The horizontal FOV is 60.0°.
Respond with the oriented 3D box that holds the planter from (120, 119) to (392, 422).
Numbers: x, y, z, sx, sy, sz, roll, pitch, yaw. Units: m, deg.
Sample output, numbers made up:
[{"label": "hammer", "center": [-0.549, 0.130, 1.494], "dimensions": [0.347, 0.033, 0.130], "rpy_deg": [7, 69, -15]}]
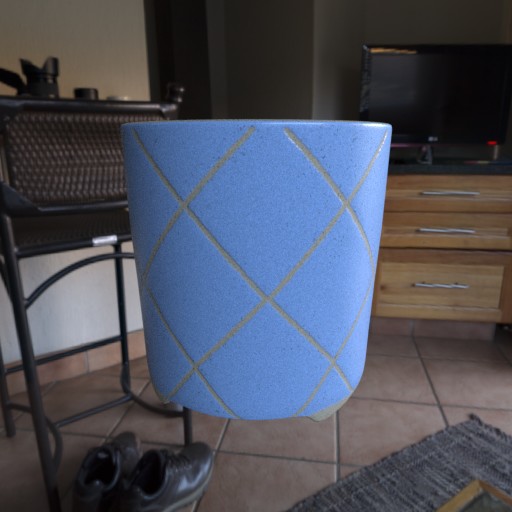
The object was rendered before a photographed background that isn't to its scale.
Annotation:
[{"label": "planter", "center": [0.000, 0.000, 0.415], "dimensions": [0.227, 0.235, 0.227], "rpy_deg": [0, 14, 0]}]
